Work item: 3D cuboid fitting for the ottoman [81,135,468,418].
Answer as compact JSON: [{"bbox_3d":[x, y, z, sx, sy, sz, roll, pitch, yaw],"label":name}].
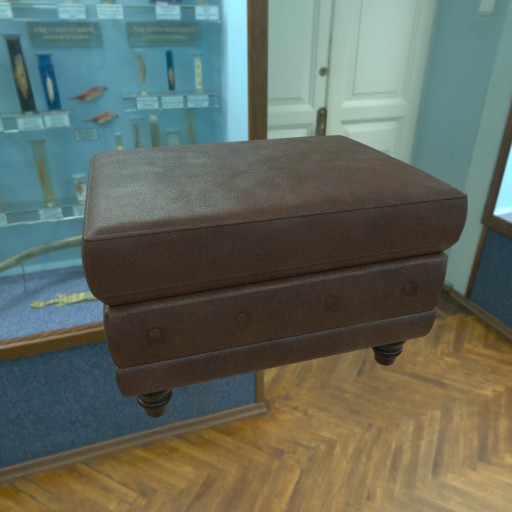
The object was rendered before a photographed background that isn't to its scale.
[{"bbox_3d":[0.000,0.000,1.182,0.795,0.509,0.588,-8,28,-15],"label":"ottoman"}]
